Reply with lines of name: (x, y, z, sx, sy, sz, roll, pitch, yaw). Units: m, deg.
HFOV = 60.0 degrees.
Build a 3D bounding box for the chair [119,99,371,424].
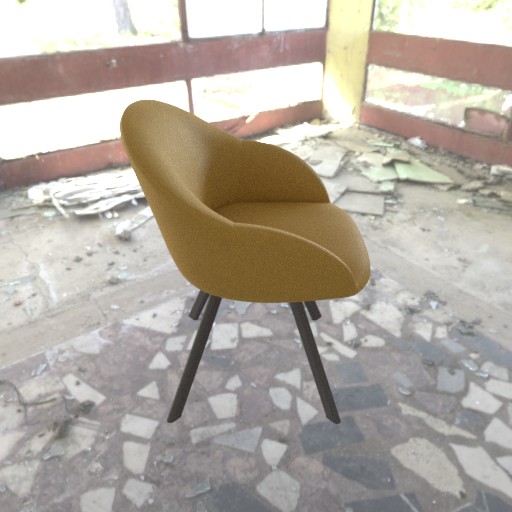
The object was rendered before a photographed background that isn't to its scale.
chair: (0.000, 0.000, 1.200, 0.583, 0.793, 0.551, 0, 32, 0)
